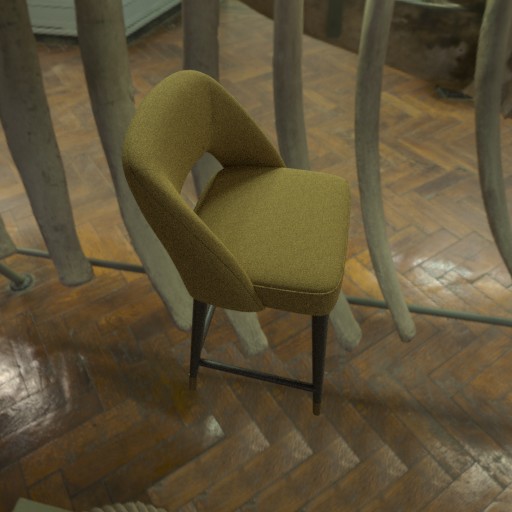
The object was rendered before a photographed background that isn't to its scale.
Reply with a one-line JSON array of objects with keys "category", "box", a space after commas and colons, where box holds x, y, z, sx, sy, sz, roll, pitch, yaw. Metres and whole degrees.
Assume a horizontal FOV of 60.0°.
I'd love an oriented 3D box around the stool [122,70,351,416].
[{"category": "stool", "box": [0.000, 0.000, 1.289, 0.522, 0.939, 0.536, 9, 48, 8]}]
